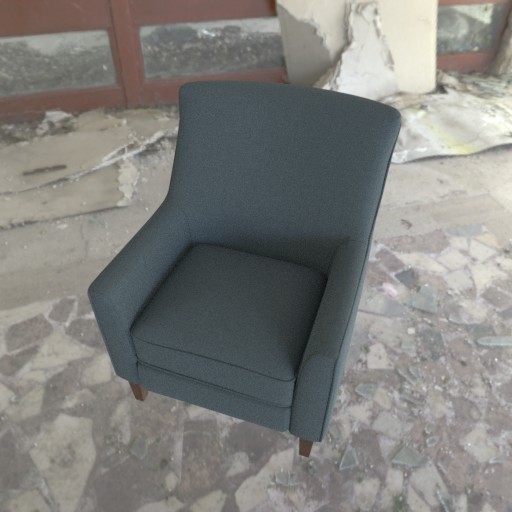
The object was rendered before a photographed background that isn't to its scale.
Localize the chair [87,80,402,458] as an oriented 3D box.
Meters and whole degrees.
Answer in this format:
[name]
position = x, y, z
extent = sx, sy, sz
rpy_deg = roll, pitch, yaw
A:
[chair]
position = 0.000, 0.000, 1.535
extent = 0.756, 0.916, 0.879
rpy_deg = 13, 42, 15
